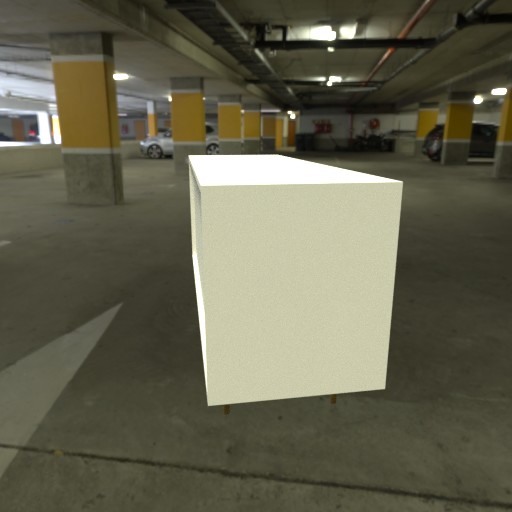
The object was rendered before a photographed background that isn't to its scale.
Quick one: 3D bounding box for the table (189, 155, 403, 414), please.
[{"bbox_3d":[0.000,0.000,1.884,0.508,0.769,1.500,-3,16,-9],"label":"table"}]
